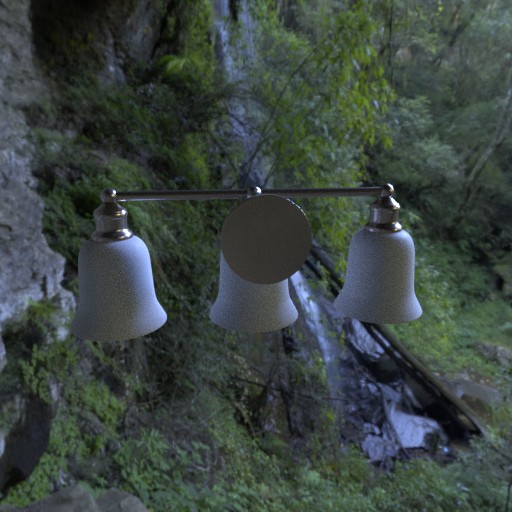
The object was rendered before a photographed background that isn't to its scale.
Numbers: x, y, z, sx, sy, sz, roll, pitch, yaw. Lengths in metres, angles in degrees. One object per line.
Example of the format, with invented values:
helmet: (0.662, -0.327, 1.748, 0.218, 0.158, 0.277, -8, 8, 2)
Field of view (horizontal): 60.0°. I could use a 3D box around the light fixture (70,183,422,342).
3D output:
light fixture: (0.000, 0.000, 0.674, 0.570, 0.211, 0.198, -2, 15, -8)
